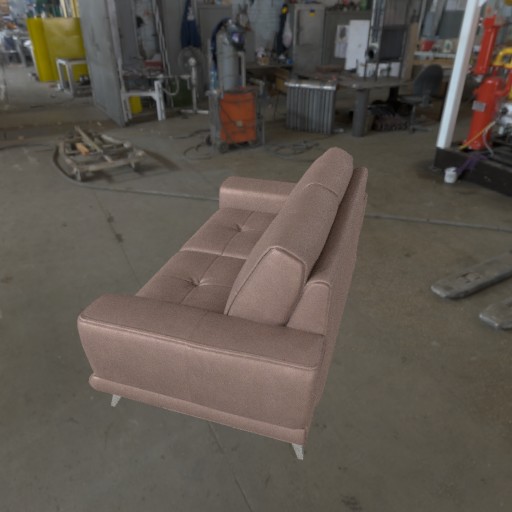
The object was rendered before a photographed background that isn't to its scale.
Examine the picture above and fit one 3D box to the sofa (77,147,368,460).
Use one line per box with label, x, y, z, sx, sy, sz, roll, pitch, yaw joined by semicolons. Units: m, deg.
sofa;0.000;0.000;2.426;1.018;0.907;1.806;9;31;15
